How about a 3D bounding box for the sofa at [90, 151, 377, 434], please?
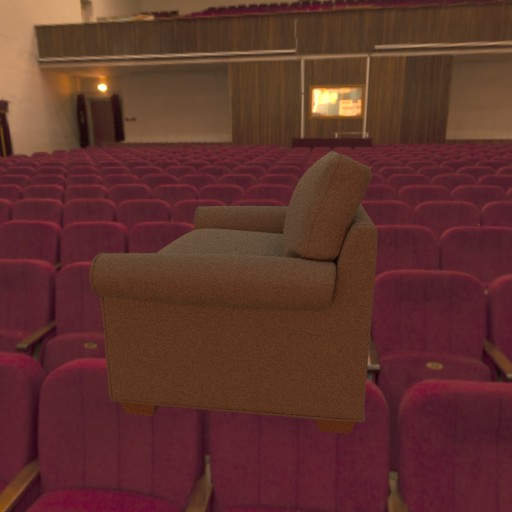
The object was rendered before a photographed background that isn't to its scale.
[{"bbox_3d":[0.000,0.000,2.078,0.940,0.953,1.410,2,14,8],"label":"sofa"}]
